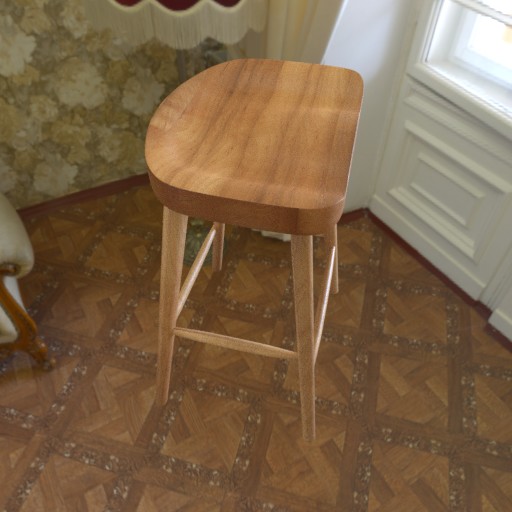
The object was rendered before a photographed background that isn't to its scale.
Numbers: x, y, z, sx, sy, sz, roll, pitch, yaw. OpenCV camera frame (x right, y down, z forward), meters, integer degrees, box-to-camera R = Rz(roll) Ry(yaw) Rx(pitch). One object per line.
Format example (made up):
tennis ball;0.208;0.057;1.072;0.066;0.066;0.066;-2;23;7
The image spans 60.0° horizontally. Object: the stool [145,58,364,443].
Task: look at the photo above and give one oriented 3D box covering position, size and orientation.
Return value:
stool;0.000;0.000;0.886;0.361;0.615;0.440;10;47;10
